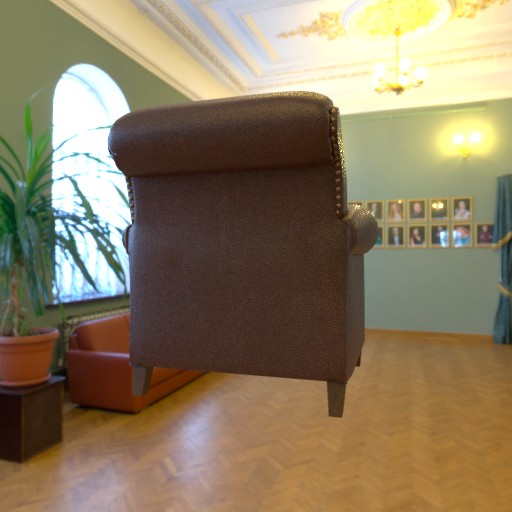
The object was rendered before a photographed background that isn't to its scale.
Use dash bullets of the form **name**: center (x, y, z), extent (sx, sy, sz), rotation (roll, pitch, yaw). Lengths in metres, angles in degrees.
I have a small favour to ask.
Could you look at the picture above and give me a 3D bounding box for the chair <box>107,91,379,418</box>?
- **chair**: center (0.000, 0.000, 1.631), extent (0.854, 0.927, 0.890), rotation (0, 0, 17)
